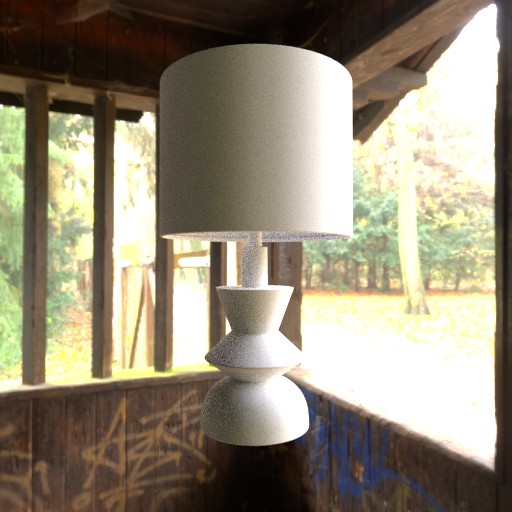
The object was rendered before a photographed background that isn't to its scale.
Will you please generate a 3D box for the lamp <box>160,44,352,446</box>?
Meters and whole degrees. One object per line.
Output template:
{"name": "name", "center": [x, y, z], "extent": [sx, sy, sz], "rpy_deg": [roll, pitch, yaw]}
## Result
{"name": "lamp", "center": [0.000, 0.000, 0.707], "extent": [0.301, 0.533, 0.301], "rpy_deg": [-1, -1, 37]}
